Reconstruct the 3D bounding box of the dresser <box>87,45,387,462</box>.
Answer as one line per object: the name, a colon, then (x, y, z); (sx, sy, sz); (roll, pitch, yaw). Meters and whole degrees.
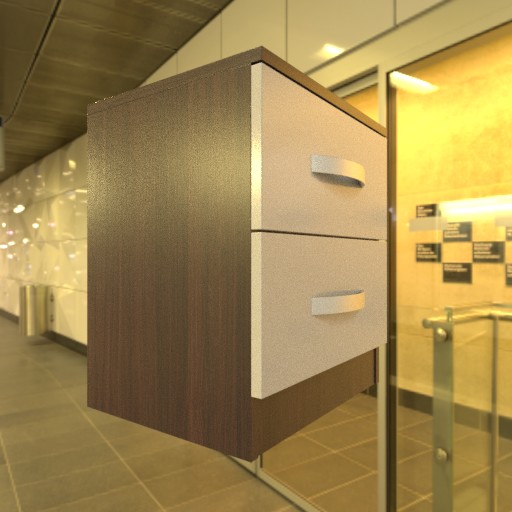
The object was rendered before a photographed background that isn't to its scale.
dresser: (0.000, 0.000, 0.747); (0.360, 0.470, 0.400); (0, 0, 36)
